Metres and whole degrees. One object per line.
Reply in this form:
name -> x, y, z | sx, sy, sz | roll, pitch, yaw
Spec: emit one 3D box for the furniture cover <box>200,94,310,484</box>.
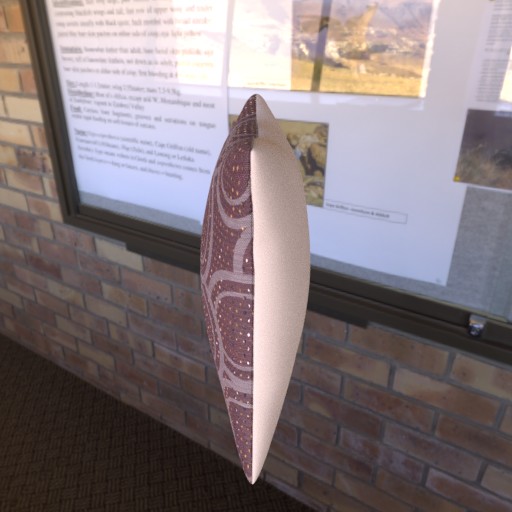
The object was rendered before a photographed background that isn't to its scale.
furniture cover -> 0.000, 0.000, 0.809 | 0.193, 0.509, 0.552 | 0, 26, 1
